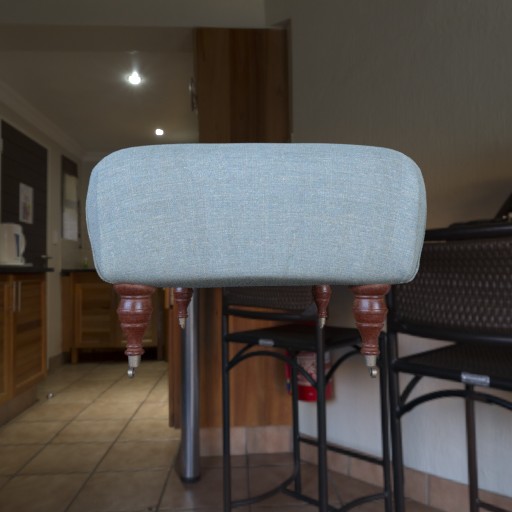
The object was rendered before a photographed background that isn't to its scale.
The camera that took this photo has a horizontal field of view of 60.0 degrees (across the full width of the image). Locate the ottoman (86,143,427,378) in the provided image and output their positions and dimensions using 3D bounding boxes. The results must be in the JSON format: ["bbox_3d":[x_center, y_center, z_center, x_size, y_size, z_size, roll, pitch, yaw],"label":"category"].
[{"bbox_3d":[0.000,0.000,1.106,0.622,0.450,0.747,0,-1,-1],"label":"ottoman"}]
